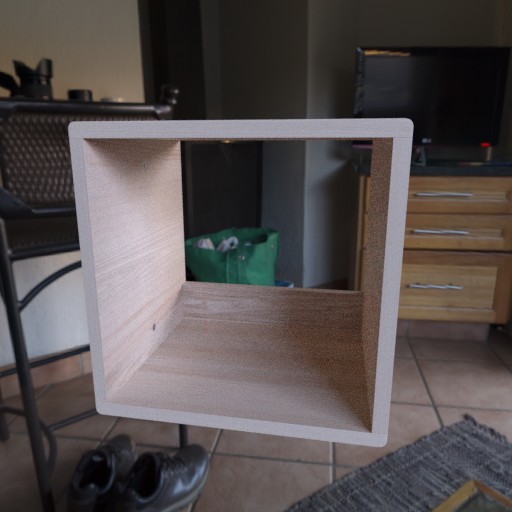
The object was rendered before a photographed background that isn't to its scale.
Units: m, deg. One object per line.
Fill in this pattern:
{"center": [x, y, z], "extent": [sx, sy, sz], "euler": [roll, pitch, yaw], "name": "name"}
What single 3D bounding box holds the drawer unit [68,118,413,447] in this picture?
{"center": [0.000, 0.000, 0.610], "extent": [0.344, 0.344, 0.290], "euler": [3, 14, 10], "name": "drawer unit"}
